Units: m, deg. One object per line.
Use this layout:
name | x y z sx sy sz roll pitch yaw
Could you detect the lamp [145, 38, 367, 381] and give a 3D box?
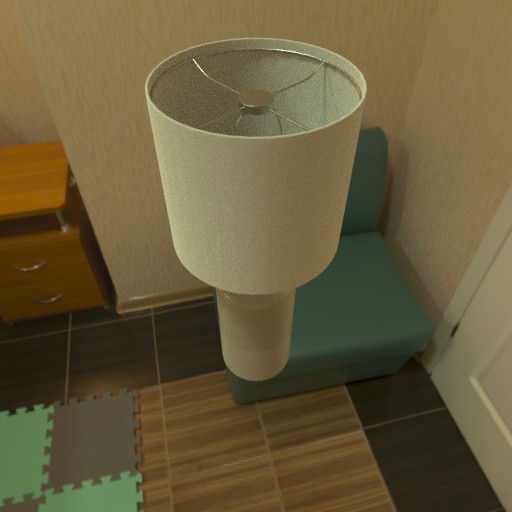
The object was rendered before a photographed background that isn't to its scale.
lamp | 0.000 0.000 0.606 0.212 0.493 0.212 -34 55 -28
